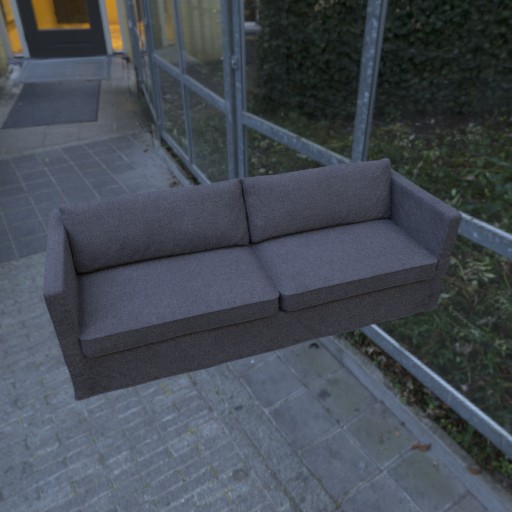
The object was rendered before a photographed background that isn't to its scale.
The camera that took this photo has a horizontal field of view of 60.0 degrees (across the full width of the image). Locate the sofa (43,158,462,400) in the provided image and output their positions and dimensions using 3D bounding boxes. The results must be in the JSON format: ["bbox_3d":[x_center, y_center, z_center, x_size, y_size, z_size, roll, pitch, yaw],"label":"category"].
[{"bbox_3d":[0.000,0.000,3.290,2.779,0.998,1.036,-11,35,-16],"label":"sofa"}]
